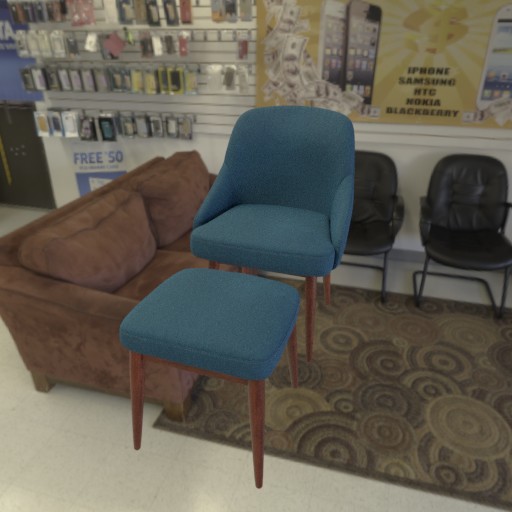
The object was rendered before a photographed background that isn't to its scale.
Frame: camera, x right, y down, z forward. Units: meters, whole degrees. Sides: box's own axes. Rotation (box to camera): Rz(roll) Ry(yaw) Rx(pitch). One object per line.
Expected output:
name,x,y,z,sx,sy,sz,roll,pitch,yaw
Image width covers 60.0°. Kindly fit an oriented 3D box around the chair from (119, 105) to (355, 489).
chair,0.000,0.000,1.566,0.584,0.866,1.114,9,28,17
